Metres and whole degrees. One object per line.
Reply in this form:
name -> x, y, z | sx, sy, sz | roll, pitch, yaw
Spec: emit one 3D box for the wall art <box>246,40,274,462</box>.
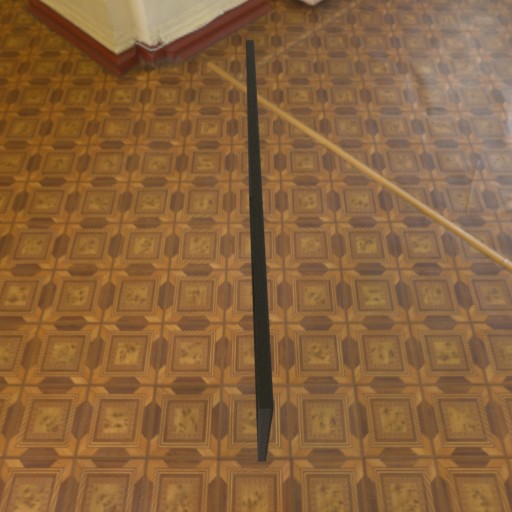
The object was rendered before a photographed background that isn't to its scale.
wall art -> 0.000, 0.000, 1.226 | 0.049, 0.659, 0.964 | 0, 59, 0
